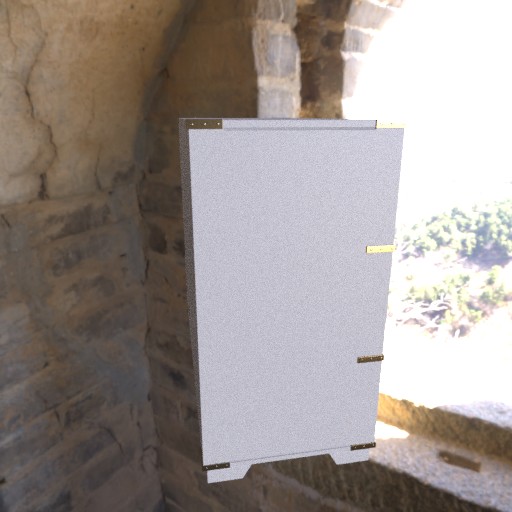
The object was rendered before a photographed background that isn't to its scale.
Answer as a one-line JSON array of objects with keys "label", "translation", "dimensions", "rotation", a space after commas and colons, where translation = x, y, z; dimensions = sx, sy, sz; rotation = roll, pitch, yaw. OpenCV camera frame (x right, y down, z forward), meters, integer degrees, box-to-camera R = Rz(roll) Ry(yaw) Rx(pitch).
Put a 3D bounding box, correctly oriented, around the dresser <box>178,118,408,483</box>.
[{"label": "dresser", "translation": [0.000, 0.000, 1.500], "dimensions": [0.460, 0.891, 1.022], "rotation": [-3, 18, -10]}]
